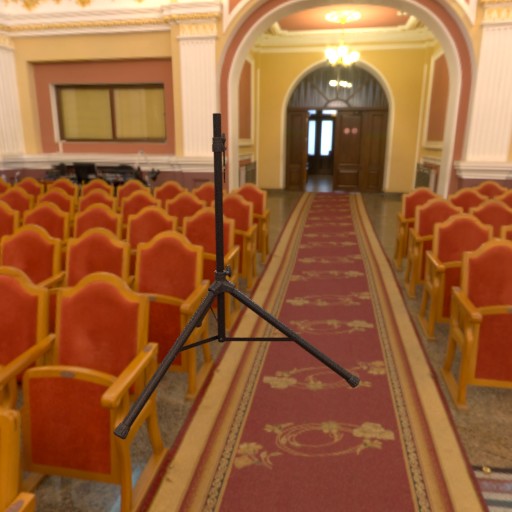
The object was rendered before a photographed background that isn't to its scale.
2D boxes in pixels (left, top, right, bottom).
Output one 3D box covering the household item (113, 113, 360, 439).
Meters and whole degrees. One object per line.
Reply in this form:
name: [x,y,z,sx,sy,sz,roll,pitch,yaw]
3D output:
household item: [0.000,0.000,1.848,0.907,1.136,1.045,3,15,10]
